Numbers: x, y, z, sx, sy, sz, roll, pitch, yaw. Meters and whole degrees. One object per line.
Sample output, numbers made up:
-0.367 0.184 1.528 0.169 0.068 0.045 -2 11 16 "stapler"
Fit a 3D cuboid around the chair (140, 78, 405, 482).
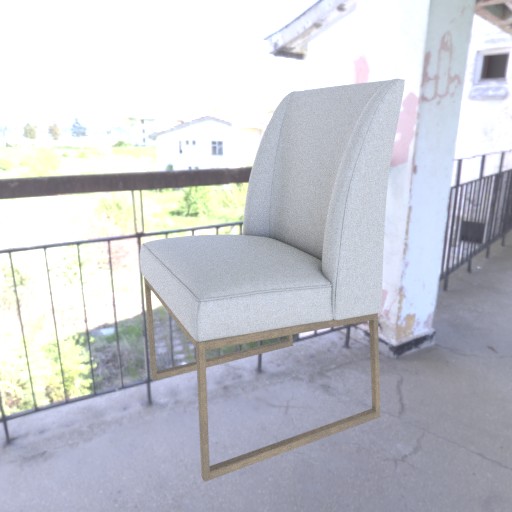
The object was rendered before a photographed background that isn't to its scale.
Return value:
0.000 0.000 1.177 0.522 0.863 0.508 -8 18 -26 "chair"
